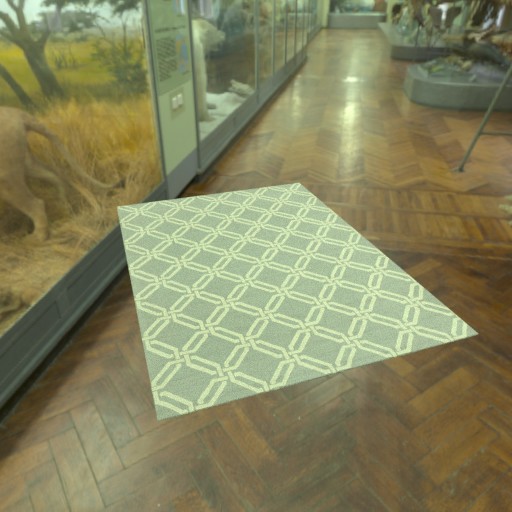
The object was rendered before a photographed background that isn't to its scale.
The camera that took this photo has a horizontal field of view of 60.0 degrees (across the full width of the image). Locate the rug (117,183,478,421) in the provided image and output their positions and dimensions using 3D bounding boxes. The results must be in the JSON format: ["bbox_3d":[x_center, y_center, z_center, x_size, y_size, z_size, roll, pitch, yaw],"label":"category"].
[{"bbox_3d":[0.000,0.000,4.410,2.438,0.013,3.353,-10,32,-17],"label":"rug"}]
